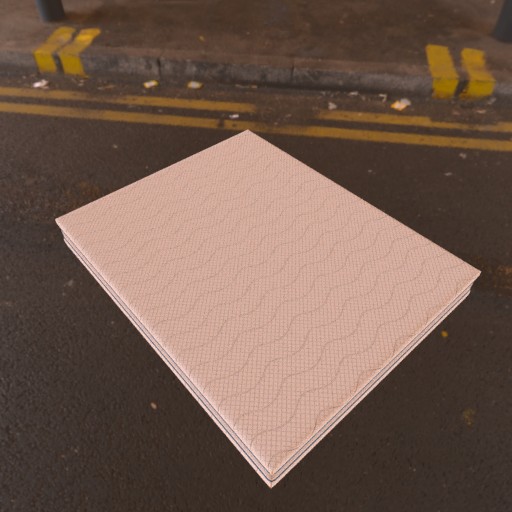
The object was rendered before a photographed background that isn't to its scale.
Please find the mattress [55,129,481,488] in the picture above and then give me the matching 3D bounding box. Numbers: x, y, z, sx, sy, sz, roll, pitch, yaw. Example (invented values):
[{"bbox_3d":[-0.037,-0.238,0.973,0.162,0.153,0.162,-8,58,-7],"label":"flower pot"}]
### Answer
[{"bbox_3d":[0.000,0.000,2.701,1.600,0.230,2.000,-33,55,-27],"label":"mattress"}]
